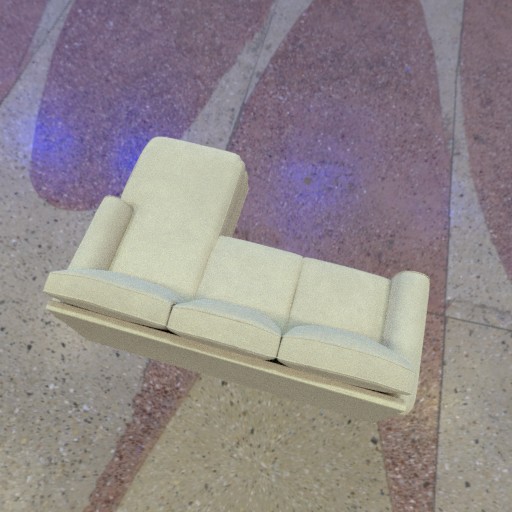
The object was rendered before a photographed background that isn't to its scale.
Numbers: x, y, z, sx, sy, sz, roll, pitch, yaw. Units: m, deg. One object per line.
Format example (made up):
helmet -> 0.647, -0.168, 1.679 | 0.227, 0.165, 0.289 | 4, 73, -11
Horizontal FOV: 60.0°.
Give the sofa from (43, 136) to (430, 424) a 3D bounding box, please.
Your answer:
sofa -> 0.000, 0.000, 2.345 | 1.770, 0.734, 1.226 | 14, 66, 7
